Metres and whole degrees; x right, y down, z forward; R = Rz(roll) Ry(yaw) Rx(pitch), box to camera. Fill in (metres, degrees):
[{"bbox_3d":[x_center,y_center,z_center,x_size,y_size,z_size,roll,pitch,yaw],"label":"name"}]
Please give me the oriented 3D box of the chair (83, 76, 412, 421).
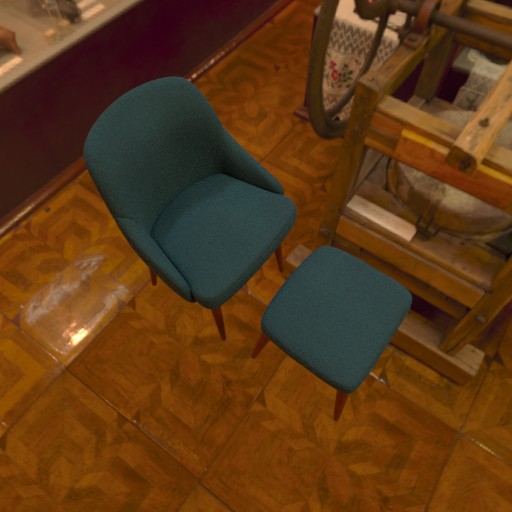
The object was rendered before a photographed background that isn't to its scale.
[{"bbox_3d":[0.000,0.000,1.622,1.114,0.866,0.584,34,65,18],"label":"chair"}]
